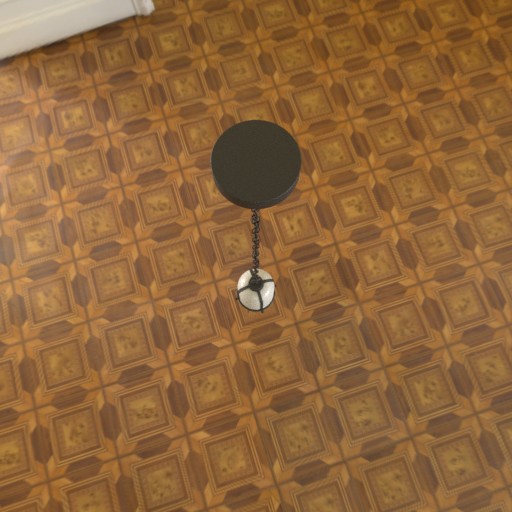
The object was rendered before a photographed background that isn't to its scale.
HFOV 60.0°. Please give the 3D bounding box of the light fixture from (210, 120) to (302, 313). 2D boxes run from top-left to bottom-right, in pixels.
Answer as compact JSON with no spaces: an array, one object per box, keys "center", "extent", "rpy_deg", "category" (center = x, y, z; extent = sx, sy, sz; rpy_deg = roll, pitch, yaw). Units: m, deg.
[{"center":[0.000,0.000,1.275],"extent":[0.178,1.181,0.178],"rpy_deg":[-18,76,-5],"category":"light fixture"}]
